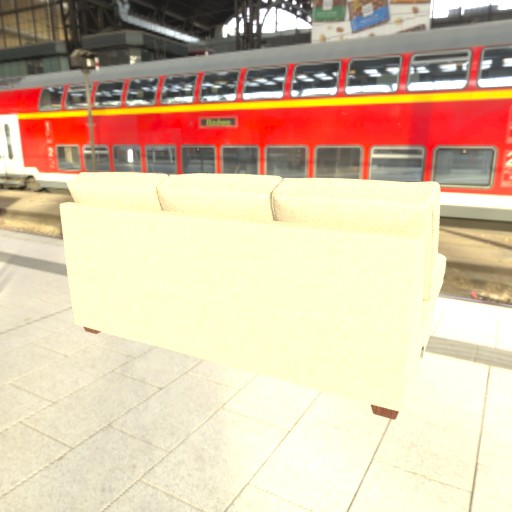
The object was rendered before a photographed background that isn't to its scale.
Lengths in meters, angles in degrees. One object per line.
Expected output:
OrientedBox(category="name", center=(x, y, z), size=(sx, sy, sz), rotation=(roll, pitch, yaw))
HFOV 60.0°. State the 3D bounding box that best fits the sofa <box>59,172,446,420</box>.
OrientedBox(category="sofa", center=(0.000, 0.000, 2.522), size=(1.962, 0.973, 1.027), rotation=(8, 16, 27))
